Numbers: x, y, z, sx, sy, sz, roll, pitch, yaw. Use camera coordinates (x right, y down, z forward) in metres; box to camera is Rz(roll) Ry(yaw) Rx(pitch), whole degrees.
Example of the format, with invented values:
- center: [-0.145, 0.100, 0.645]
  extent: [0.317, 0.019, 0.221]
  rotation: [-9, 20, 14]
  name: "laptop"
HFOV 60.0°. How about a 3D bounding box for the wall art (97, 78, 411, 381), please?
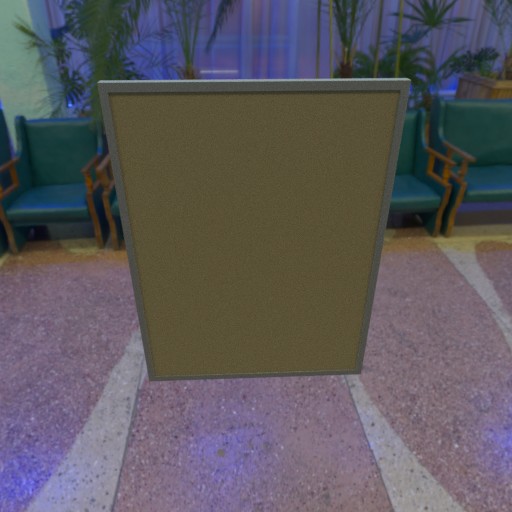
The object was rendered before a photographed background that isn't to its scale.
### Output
- center: [0.000, 0.000, 1.395]
  extent: [0.789, 1.042, 0.034]
  rotation: [-1, 31, -2]
  name: "wall art"
